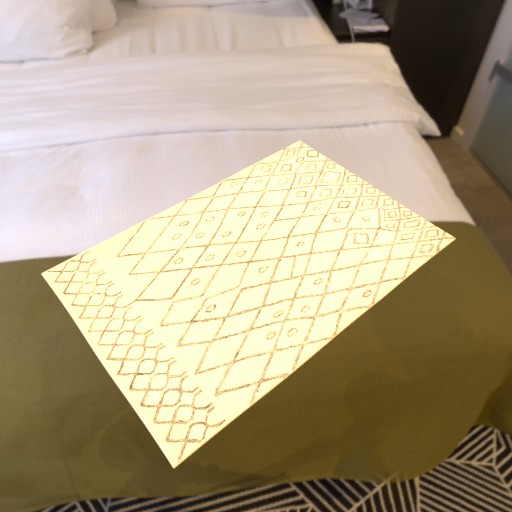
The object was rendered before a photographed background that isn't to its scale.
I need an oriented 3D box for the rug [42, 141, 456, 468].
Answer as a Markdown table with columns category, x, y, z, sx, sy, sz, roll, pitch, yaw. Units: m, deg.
| category | x | y | z | sx | sy | sz | roll | pitch | yaw |
| --- | --- | --- | --- | --- | --- | --- | --- | --- | --- |
| rug | 0.000 | 0.000 | 2.339 | 1.828 | 0.015 | 1.222 | -32 | 56 | -25 |
